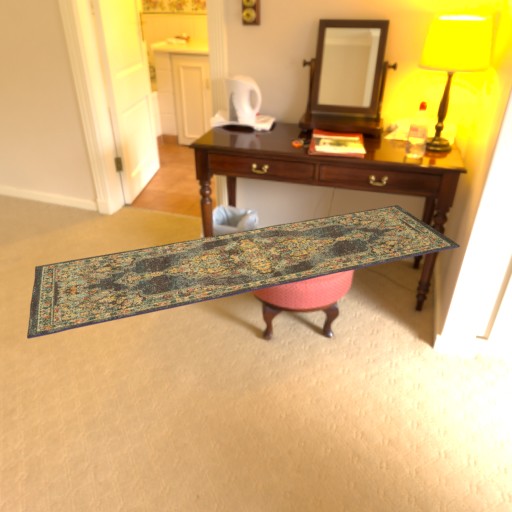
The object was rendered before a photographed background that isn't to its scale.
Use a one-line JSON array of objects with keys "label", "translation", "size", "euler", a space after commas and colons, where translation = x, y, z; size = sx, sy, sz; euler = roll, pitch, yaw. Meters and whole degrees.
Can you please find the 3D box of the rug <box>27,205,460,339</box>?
[{"label": "rug", "translation": [0.000, 0.000, 2.450], "size": [2.283, 0.016, 0.602], "euler": [-11, 33, -17]}]
